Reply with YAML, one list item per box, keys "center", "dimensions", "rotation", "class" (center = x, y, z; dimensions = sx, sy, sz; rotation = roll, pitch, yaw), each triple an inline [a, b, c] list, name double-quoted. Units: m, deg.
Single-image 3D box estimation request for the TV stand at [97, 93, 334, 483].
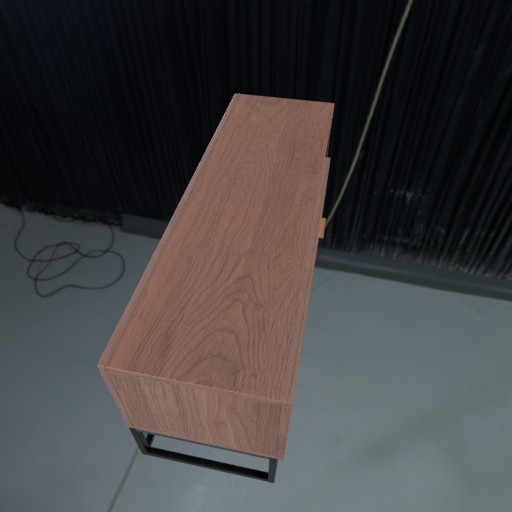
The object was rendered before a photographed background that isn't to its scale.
- center: [0.000, 0.000, 1.461]
  dimensions: [0.415, 0.500, 1.200]
  rotation: [9, 47, 8]
  class: "TV stand"
